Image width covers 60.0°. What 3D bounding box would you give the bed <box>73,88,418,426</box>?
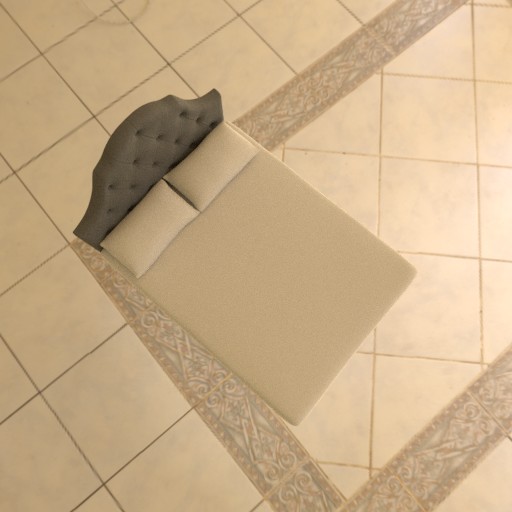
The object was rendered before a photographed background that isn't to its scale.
[{"bbox_3d":[0.000,0.000,3.370,2.155,1.575,1.636,40,80,8],"label":"bed"}]
